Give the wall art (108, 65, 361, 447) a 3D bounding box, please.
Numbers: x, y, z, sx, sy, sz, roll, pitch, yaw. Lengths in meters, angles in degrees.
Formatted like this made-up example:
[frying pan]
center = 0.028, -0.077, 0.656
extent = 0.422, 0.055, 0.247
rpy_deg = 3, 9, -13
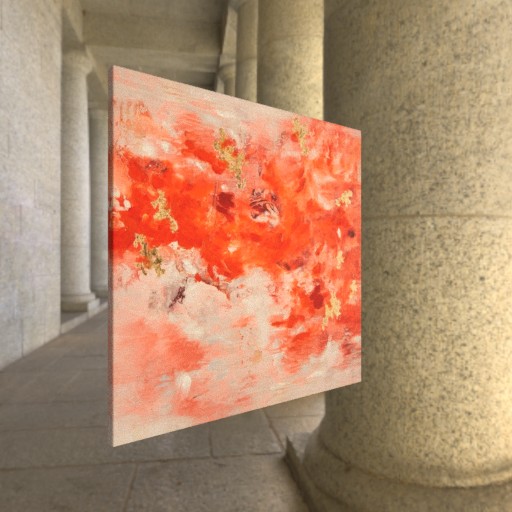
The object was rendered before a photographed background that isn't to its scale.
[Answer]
[wall art]
center = 0.000, 0.000, 1.306
extent = 0.878, 0.878, 0.066
rpy_deg = 0, 0, -38
